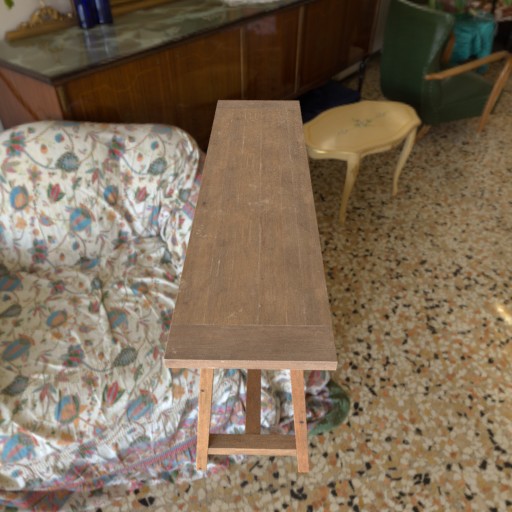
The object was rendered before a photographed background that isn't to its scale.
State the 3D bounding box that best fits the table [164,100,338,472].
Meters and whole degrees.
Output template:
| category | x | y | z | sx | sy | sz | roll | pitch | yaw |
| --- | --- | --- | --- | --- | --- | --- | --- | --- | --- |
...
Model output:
| category | x | y | z | sx | sy | sz | roll | pitch | yaw |
| --- | --- | --- | --- | --- | --- | --- | --- | --- | --- |
| table | 0.000 | 0.000 | 2.127 | 0.465 | 0.810 | 1.800 | 1 | 41 | 1 |
